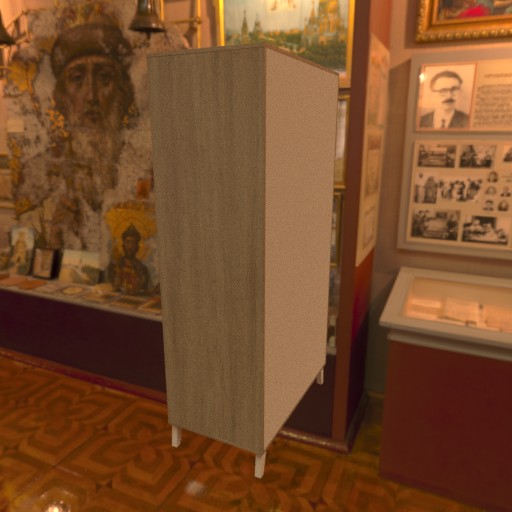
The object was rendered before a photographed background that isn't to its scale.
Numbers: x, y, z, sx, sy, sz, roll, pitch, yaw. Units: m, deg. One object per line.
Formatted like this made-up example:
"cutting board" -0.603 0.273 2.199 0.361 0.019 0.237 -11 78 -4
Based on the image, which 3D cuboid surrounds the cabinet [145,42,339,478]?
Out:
"cabinet" 0.000 0.000 2.499 0.571 1.999 1.006 8 17 25
